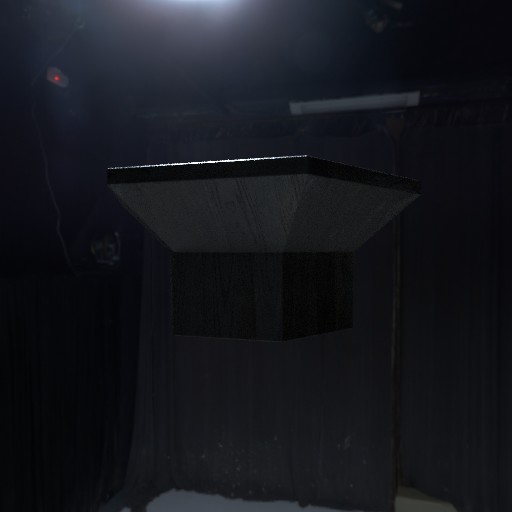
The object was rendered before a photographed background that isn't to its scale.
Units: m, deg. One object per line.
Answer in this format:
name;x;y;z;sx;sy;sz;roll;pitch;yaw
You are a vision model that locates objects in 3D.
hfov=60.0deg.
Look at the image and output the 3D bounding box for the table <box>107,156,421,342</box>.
table;0.000;0.000;1.600;1.115;0.488;0.966;0;1;17
